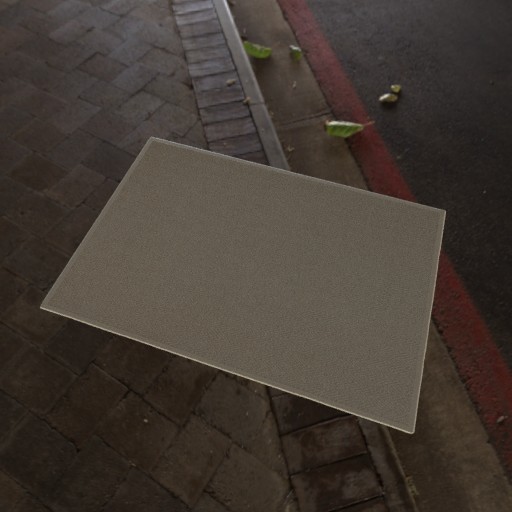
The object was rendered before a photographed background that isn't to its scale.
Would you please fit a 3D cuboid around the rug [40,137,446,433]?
[{"bbox_3d":[0.000,0.000,2.863,2.244,0.017,1.532,16,60,10],"label":"rug"}]
